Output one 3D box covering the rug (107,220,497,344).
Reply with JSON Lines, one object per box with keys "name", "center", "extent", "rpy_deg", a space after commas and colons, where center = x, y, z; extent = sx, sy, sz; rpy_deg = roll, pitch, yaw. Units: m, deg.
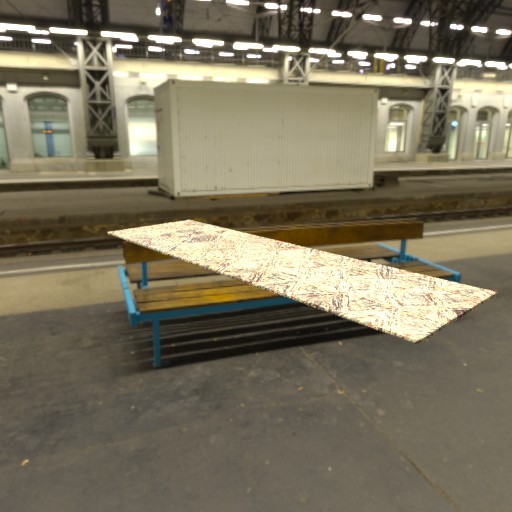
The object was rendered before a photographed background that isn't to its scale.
{"name": "rug", "center": [0.000, 0.000, 2.469], "extent": [0.688, 0.015, 2.292], "rpy_deg": [-14, 20, -41]}
